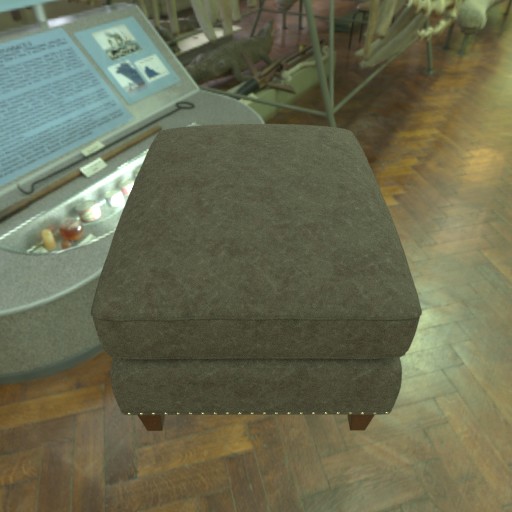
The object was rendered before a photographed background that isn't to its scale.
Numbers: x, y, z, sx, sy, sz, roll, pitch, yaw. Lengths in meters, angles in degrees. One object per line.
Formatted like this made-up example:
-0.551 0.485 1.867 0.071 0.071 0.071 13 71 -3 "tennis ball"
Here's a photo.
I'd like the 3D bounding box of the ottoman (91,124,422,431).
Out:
0.000 0.000 1.135 0.584 0.513 0.741 0 40 0 "ottoman"
